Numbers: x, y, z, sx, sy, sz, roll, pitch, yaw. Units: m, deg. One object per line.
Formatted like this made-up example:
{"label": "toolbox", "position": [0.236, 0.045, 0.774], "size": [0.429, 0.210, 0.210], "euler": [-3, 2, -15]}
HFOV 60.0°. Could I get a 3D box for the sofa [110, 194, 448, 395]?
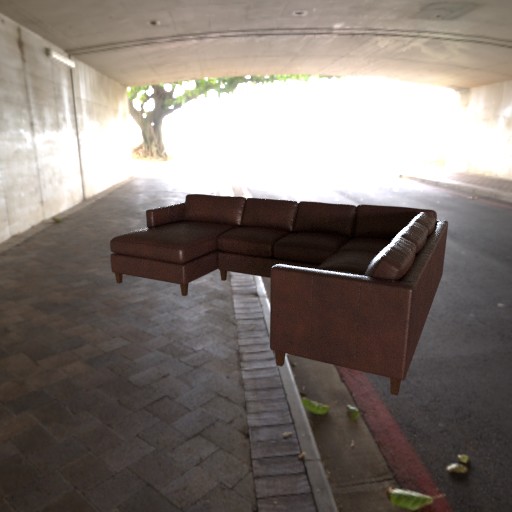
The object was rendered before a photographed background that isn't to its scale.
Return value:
{"label": "sofa", "position": [0.000, 0.000, 4.445], "size": [3.324, 0.891, 2.452], "euler": [8, 17, 26]}
